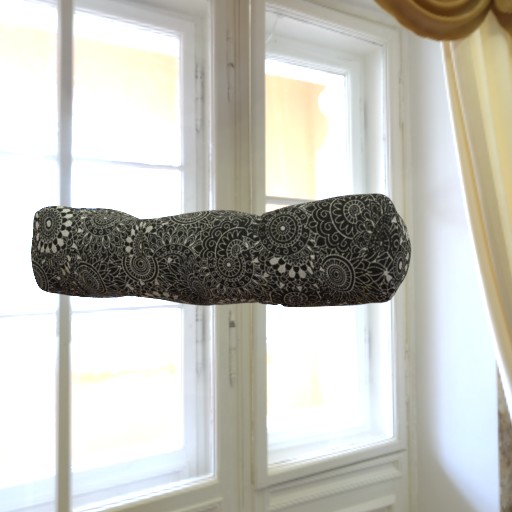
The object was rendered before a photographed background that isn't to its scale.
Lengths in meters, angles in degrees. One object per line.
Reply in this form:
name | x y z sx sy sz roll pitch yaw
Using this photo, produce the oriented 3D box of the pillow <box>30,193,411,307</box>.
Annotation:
pillow | 0.000 0.000 0.715 0.468 0.128 0.490 0 -1 18
